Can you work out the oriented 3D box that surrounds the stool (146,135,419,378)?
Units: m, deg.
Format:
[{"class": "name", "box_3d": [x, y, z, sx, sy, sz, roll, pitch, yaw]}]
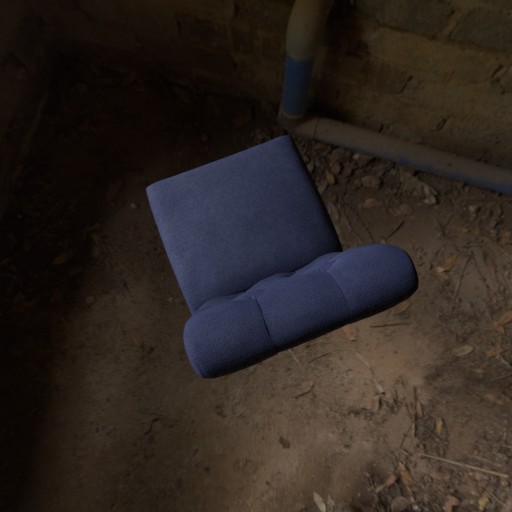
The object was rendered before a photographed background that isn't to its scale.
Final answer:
[{"class": "stool", "box_3d": [0.000, 0.000, 1.357, 0.493, 1.010, 0.601, -21, 77, -5]}]
